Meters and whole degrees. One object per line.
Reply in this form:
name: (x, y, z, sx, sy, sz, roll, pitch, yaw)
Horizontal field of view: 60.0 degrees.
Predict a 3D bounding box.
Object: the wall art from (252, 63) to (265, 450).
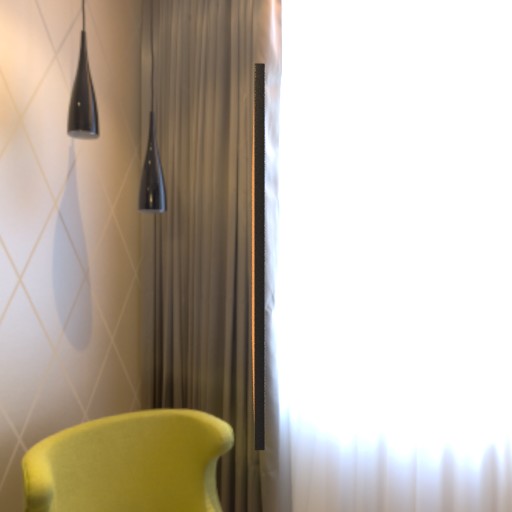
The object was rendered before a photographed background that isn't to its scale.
wall art: (0.000, 0.000, 1.041, 0.015, 0.552, 0.819, 0, 0, -1)
